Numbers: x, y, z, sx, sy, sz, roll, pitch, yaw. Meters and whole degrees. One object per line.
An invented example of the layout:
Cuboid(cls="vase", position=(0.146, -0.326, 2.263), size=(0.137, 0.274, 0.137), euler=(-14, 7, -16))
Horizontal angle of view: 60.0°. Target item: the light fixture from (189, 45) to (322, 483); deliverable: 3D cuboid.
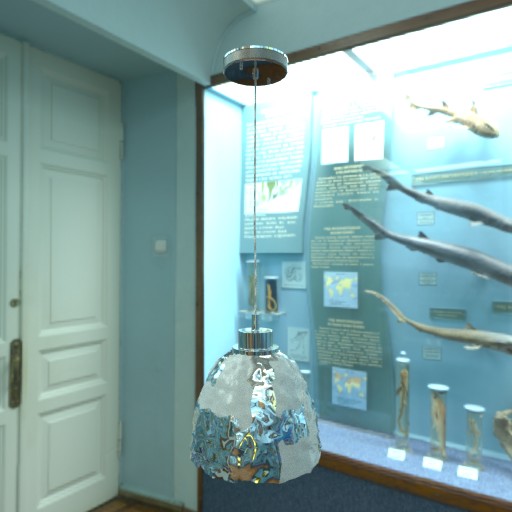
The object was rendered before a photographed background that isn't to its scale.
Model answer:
Cuboid(cls="light fixture", position=(0.000, 0.000, 1.708), size=(0.500, 1.511, 0.496), euler=(0, -1, 37))
